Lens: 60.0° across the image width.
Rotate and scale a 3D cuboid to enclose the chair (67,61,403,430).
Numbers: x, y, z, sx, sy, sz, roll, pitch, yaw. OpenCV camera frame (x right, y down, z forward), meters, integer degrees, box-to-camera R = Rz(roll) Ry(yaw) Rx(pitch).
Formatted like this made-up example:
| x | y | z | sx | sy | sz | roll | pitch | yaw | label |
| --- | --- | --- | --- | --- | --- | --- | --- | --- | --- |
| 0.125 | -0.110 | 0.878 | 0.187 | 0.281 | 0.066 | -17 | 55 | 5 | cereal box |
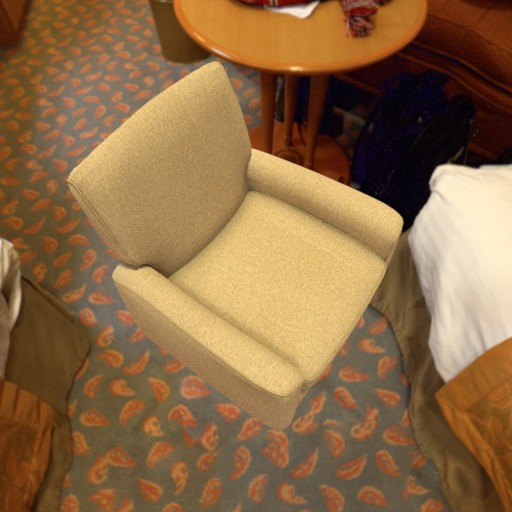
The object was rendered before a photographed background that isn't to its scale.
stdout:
| x | y | z | sx | sy | sz | roll | pitch | yaw | label |
| --- | --- | --- | --- | --- | --- | --- | --- | --- | --- |
| 0.000 | 0.000 | 1.648 | 0.864 | 1.014 | 0.848 | 31 | 63 | 18 | chair |
